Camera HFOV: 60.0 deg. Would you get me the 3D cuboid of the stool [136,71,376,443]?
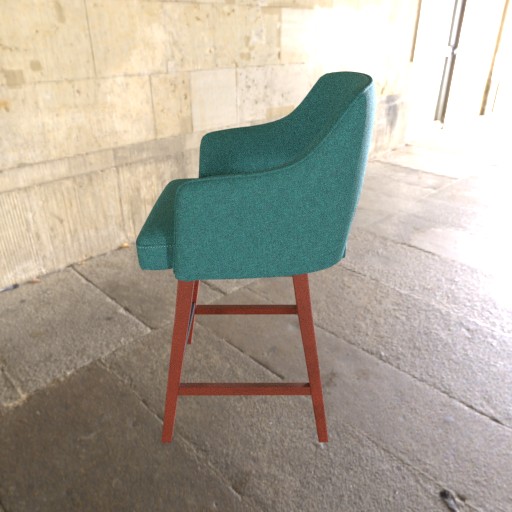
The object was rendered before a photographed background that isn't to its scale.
[{"bbox_3d":[0.000,0.000,1.262,0.556,0.961,0.548,0,27,0],"label":"stool"}]
